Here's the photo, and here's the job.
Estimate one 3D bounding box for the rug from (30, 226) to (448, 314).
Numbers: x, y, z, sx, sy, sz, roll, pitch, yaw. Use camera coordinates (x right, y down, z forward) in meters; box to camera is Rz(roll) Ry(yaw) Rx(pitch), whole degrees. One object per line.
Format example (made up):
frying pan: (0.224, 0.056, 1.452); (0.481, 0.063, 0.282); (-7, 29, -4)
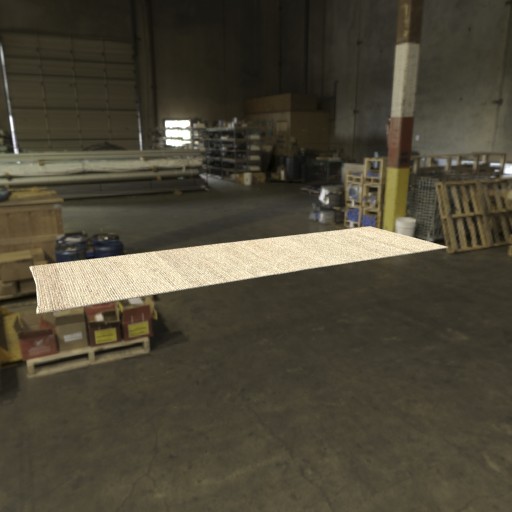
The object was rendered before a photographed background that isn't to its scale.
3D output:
rug: (0.000, 0.000, 2.619); (2.390, 0.014, 0.741); (-8, 17, -26)
